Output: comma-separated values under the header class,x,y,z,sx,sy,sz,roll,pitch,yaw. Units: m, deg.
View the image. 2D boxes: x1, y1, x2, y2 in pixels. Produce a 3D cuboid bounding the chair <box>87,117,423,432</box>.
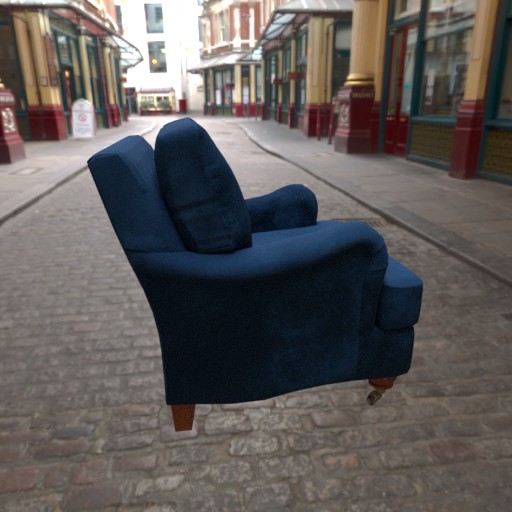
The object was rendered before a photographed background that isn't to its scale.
class,x,y,z,sx,sy,sz,roll,pitch,yaw
chair,0.000,0.000,1.816,1.078,1.076,0.895,-3,19,-9
